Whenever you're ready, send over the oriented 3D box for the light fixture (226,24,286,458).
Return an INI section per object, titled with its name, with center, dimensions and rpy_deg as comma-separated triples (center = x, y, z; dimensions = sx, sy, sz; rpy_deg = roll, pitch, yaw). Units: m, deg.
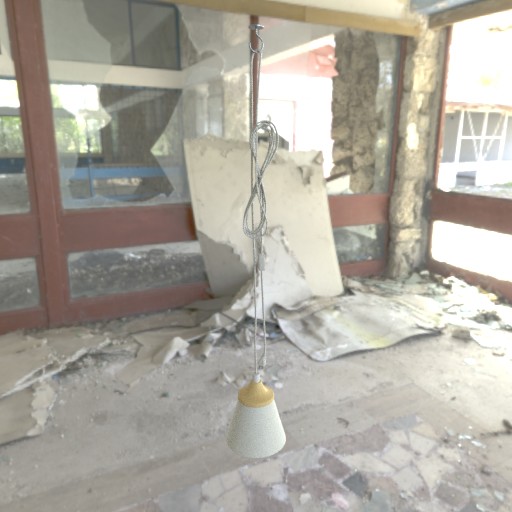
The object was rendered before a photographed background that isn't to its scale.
[light fixture]
center = 0.000, 0.000, 1.022
dimensions = 0.153, 0.966, 0.153
rpy_deg = 2, 14, 9
